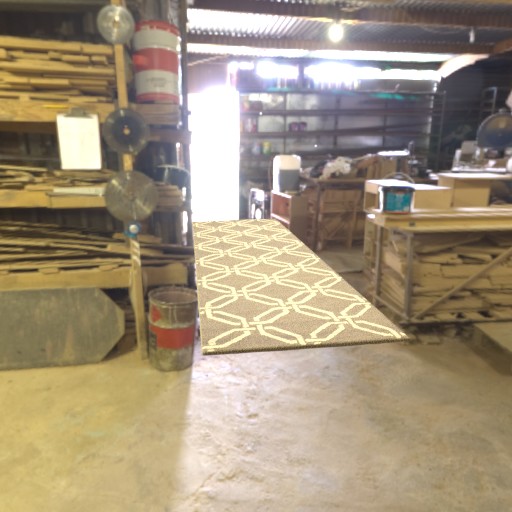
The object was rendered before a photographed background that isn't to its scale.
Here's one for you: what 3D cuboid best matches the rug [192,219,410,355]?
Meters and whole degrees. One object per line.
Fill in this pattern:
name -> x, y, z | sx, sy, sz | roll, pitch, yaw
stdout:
rug -> 0.000, 0.000, 2.483 | 0.678, 0.014, 2.276 | -2, 15, -8
